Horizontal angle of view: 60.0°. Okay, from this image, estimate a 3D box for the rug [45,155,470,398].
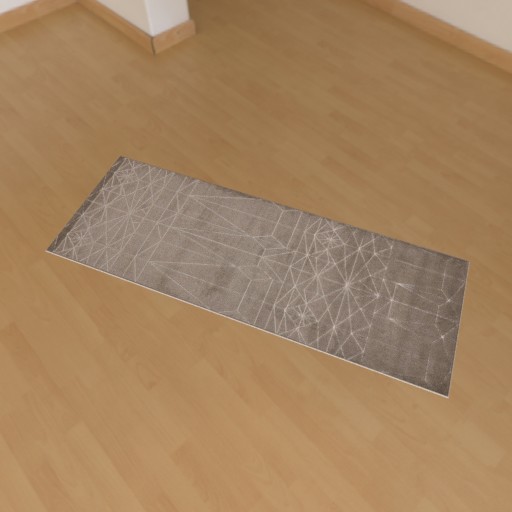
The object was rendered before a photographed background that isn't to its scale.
[{"bbox_3d":[0.000,0.000,2.652,2.388,0.012,0.864,18,59,12],"label":"rug"}]
